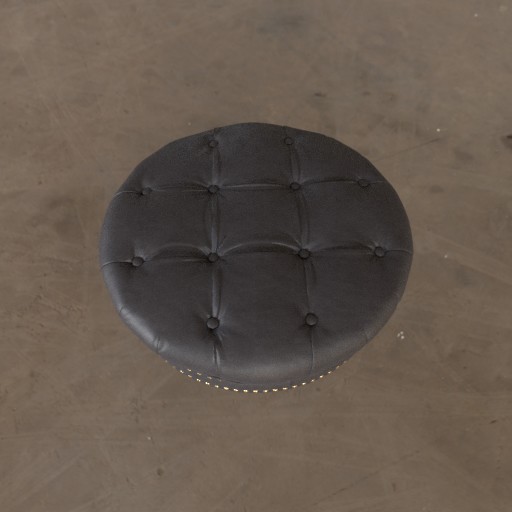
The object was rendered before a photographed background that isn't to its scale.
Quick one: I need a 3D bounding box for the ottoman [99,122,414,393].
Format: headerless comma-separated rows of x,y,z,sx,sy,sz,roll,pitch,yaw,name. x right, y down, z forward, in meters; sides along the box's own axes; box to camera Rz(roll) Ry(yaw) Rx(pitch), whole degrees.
0.000,0.000,1.419,0.901,0.439,0.901,0,58,0,ottoman
